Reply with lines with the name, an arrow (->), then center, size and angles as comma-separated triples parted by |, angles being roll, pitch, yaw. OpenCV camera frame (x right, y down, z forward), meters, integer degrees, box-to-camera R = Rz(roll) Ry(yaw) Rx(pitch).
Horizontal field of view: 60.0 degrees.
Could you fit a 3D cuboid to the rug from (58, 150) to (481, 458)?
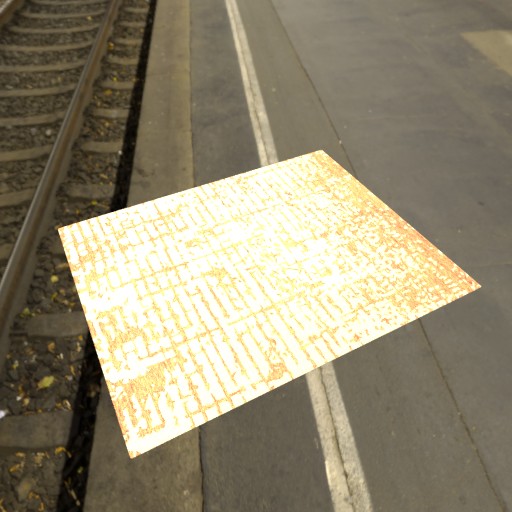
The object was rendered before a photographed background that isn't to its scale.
rug -> 0.000, 0.000, 4.029 | 3.050, 0.011, 2.441 | -20, 49, -19
